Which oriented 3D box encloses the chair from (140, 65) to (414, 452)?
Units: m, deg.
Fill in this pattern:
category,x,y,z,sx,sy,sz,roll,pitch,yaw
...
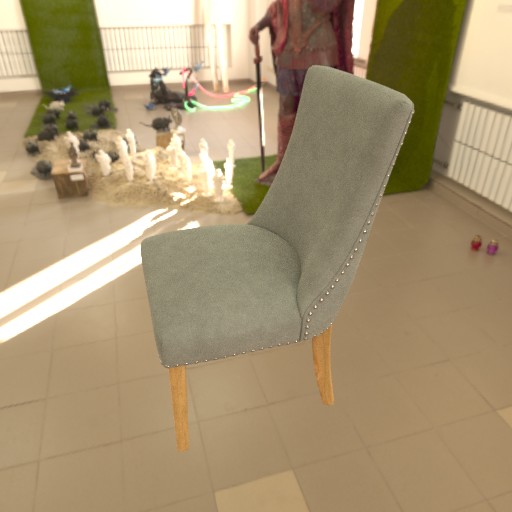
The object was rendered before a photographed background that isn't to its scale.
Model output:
category,x,y,z,sx,sy,sz,roll,pitch,yaw
chair,0.000,0.000,1.230,0.610,0.902,0.495,-9,33,-15
